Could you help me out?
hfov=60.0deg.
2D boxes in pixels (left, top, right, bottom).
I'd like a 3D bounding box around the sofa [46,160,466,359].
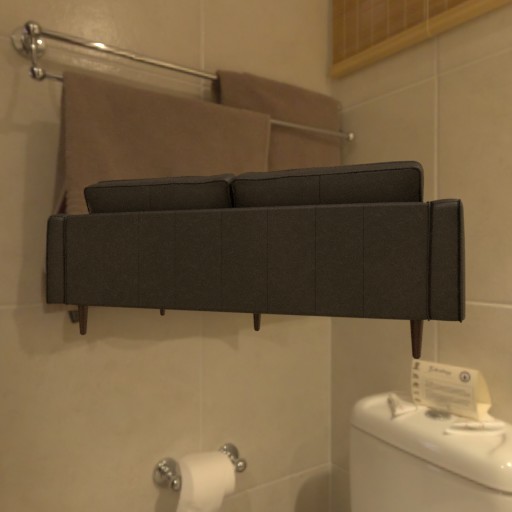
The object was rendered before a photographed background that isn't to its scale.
[{"bbox_3d":[0.000,0.000,2.268,1.879,0.770,0.921,0,0,19],"label":"sofa"}]
